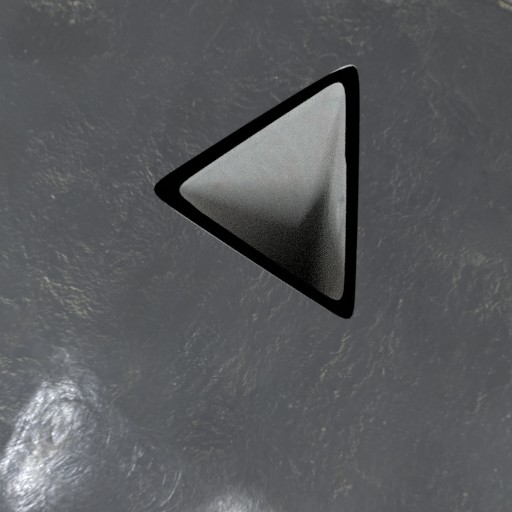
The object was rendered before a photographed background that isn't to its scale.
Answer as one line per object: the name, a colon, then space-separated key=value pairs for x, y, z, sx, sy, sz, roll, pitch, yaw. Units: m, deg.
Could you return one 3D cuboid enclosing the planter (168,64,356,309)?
planter: x=0.000 y=0.000 z=0.156 sx=0.047 sy=0.130 sz=0.058 roll=2 pitch=76 yaw=0
